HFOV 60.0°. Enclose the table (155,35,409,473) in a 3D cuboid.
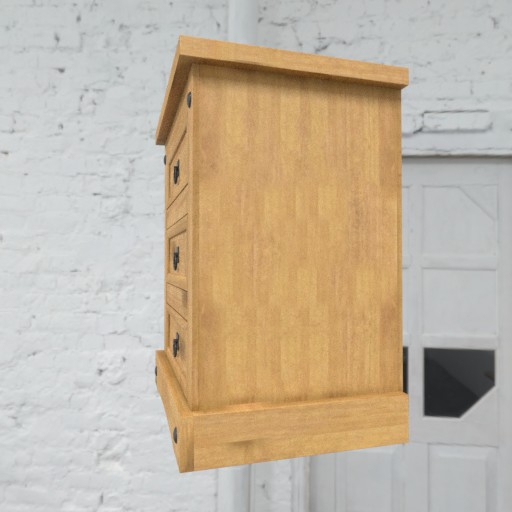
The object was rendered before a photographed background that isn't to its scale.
[{"bbox_3d":[0.000,0.000,1.206,0.500,0.813,0.660,0,-1,-17],"label":"table"}]
